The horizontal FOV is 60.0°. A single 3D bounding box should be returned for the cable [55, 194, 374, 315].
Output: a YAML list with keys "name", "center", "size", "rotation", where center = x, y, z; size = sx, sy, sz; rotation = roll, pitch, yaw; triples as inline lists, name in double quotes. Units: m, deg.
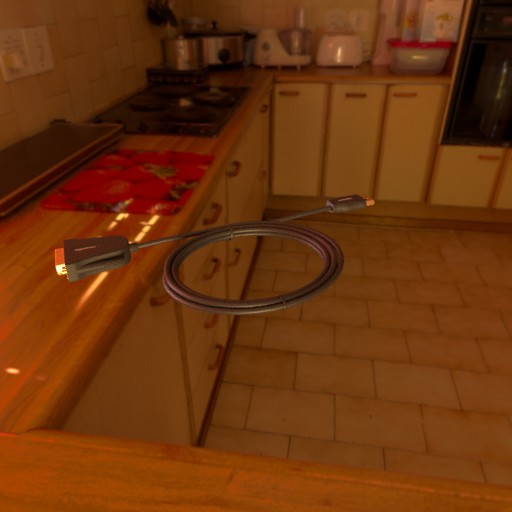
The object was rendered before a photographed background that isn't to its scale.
- name: "cable"
  center: [0.000, 0.000, 0.337]
  size: [0.281, 0.015, 0.136]
  rotation: [-12, 33, -19]
